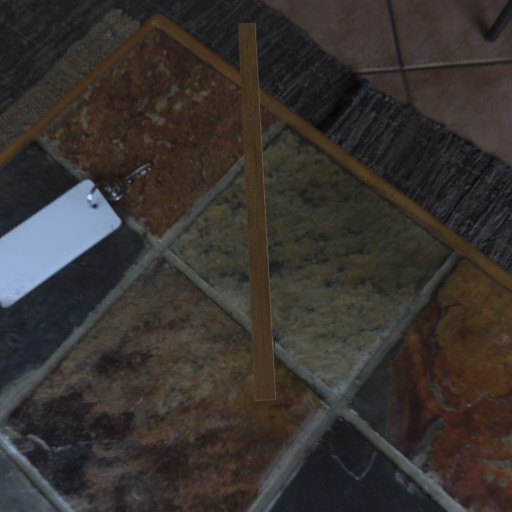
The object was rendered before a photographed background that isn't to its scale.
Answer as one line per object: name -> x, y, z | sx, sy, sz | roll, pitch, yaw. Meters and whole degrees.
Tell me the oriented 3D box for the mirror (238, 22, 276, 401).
mirror -> 0.000, 0.000, 1.337 | 0.040, 1.016, 0.762 | -3, 76, -1
